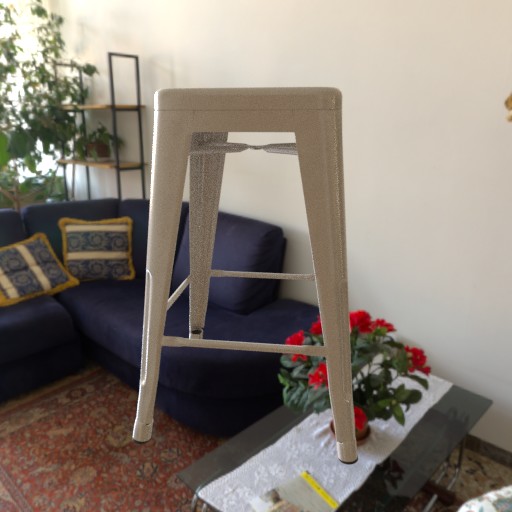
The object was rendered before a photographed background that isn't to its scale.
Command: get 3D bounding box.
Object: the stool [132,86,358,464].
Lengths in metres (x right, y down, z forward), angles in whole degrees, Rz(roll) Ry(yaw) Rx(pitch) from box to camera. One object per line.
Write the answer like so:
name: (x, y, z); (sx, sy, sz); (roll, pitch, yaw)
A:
stool: (0.000, 0.000, 0.880); (0.406, 0.610, 0.406); (2, 17, 7)
